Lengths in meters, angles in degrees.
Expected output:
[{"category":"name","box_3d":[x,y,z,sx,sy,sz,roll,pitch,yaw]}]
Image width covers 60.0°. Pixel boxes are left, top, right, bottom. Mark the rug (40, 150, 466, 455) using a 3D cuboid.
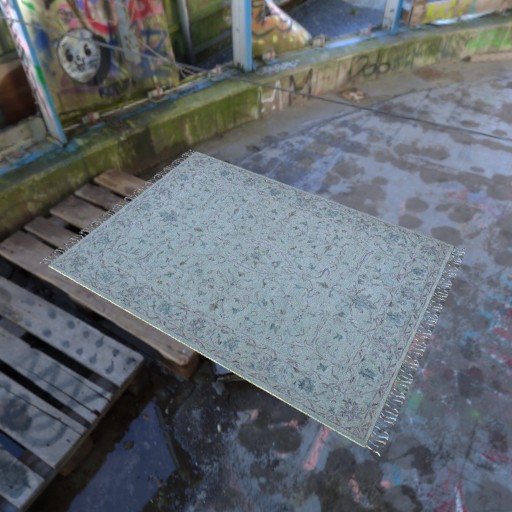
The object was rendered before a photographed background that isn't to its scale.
[{"category":"rug","box_3d":[0.000,0.000,2.263,1.802,0.008,1.247,24,50,22]}]
